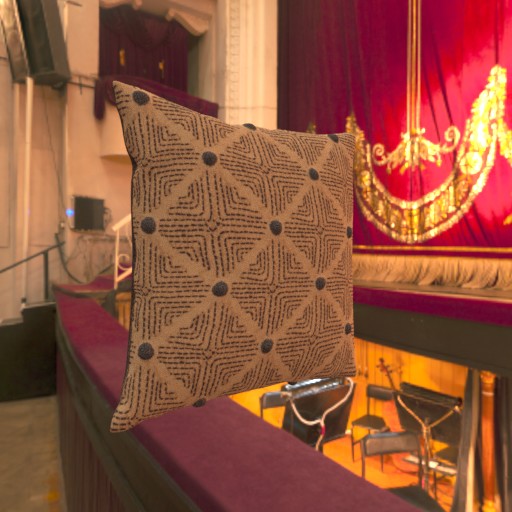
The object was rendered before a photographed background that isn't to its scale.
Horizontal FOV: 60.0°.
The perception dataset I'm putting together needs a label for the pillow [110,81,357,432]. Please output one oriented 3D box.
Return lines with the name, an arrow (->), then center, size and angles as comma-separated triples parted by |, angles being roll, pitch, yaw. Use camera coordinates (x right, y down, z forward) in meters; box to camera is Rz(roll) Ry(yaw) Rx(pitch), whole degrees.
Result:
pillow -> 0.000, 0.000, 0.782 | 0.510, 0.510, 0.145 | 0, 0, -35
